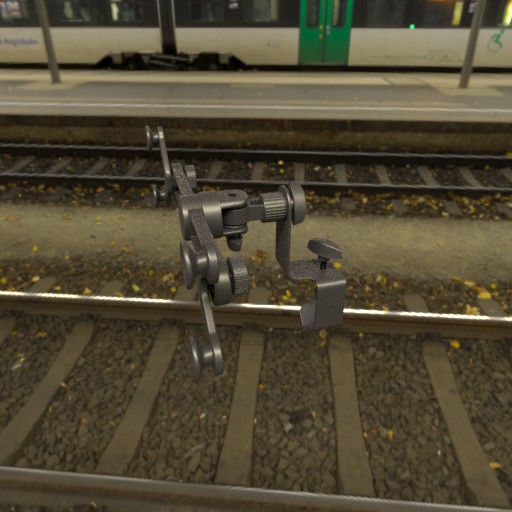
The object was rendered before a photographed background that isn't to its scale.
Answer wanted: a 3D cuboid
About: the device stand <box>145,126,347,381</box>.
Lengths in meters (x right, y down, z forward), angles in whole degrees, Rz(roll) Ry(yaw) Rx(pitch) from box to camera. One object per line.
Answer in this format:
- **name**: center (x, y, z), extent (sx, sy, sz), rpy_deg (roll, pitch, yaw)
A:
- **device stand**: center (0.000, 0.000, 0.364), extent (0.142, 0.166, 0.270), rpy_deg (-8, 30, -14)
